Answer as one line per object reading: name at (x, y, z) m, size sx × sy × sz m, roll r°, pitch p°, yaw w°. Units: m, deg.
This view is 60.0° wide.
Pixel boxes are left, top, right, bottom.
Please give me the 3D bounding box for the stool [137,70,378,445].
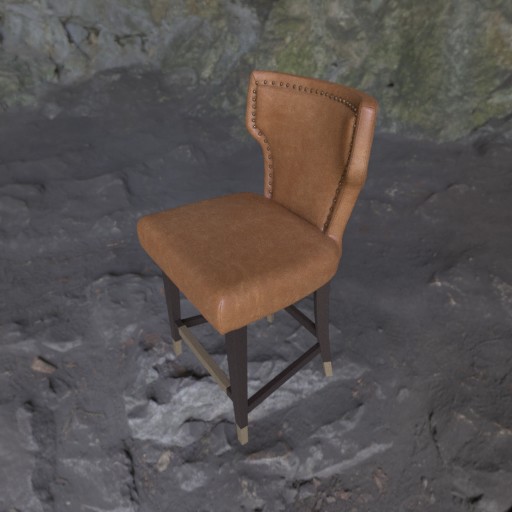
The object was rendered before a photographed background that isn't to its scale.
stool at (0.000, 0.000, 1.376) m, size 0.563 × 0.982 × 0.526 m, roll -20°, pitch 38°, yaw -28°
